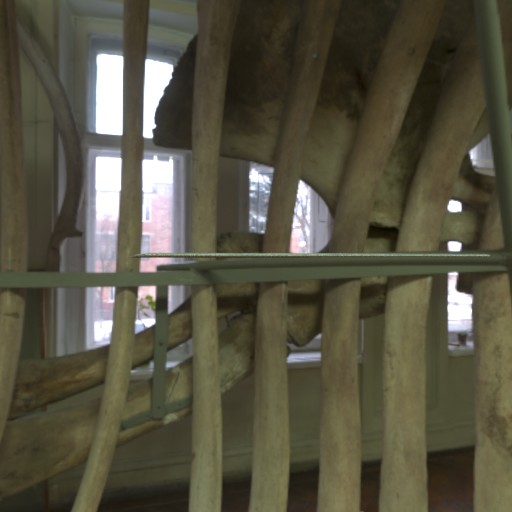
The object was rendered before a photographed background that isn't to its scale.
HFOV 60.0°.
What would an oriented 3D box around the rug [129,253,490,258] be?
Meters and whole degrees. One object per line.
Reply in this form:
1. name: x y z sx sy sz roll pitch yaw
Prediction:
1. rug: 0.000 0.000 2.300 1.224 0.016 1.830 0 0 -17
